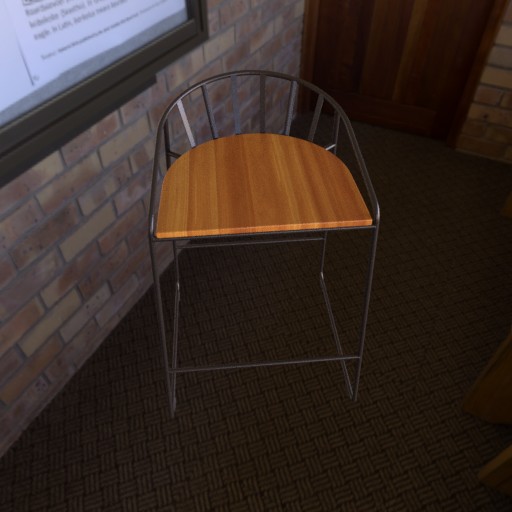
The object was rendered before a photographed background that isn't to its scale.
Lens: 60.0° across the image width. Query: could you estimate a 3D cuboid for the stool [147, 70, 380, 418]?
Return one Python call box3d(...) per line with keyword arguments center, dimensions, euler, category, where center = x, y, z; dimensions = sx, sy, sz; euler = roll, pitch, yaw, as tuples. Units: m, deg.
box3d(center=(0.000, 0.000, 1.186), dimensions=(0.546, 0.812, 0.521), euler=(-4, 46, -4), category="stool")
